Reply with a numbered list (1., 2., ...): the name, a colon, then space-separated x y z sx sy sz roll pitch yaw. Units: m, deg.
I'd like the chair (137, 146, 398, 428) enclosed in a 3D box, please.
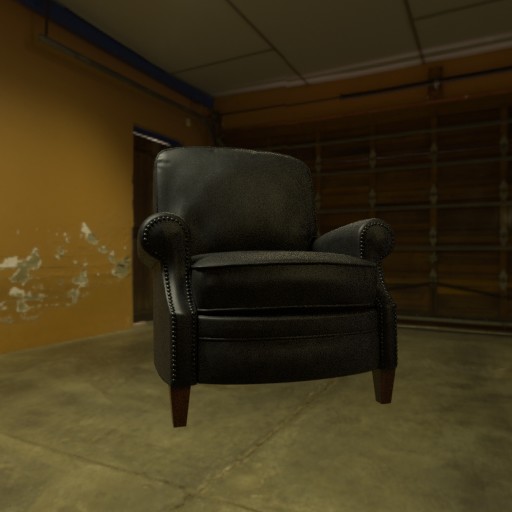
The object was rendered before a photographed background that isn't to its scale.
1. chair: 0.000 0.000 1.780 0.936 1.018 0.986 0 0 -17
